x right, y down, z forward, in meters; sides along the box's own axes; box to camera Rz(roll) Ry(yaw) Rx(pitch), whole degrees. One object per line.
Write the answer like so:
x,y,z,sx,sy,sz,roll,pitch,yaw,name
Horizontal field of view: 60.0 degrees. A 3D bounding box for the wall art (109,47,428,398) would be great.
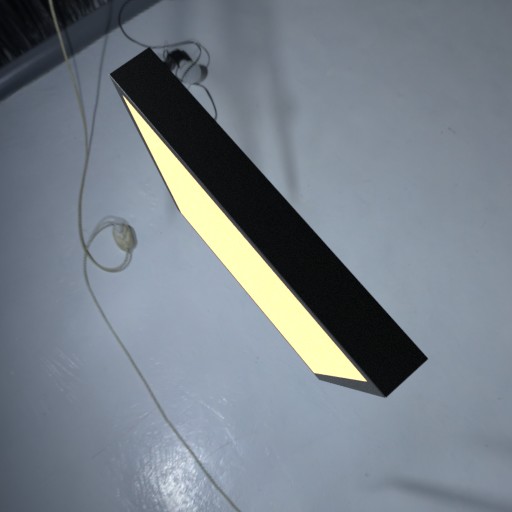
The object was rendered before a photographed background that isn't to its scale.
0.000,0.000,0.458,0.038,0.304,0.304,-39,79,-9,wall art
